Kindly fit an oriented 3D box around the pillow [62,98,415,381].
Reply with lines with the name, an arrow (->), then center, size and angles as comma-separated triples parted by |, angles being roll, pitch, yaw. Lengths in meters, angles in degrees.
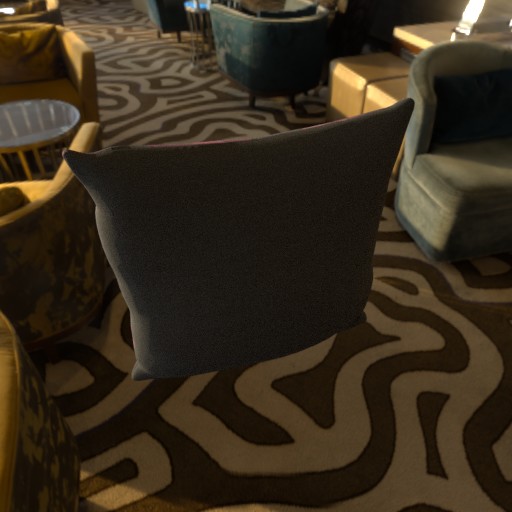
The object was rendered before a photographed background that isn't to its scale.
pillow -> 0.000, 0.000, 0.756 | 0.503, 0.496, 0.208 | -12, 42, -13
